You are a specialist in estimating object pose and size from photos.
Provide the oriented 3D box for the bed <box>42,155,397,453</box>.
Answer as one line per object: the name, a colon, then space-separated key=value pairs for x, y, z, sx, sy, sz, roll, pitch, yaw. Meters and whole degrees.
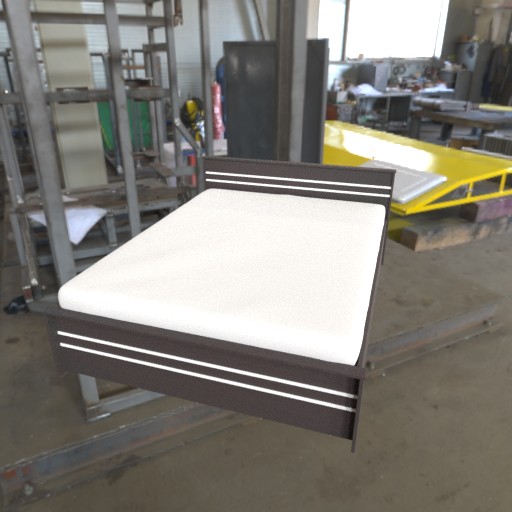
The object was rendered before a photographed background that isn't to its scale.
bed: x=0.000 y=0.000 z=2.972 sx=1.634 sy=0.808 sz=2.103 roll=8 pitch=26 yaw=16
